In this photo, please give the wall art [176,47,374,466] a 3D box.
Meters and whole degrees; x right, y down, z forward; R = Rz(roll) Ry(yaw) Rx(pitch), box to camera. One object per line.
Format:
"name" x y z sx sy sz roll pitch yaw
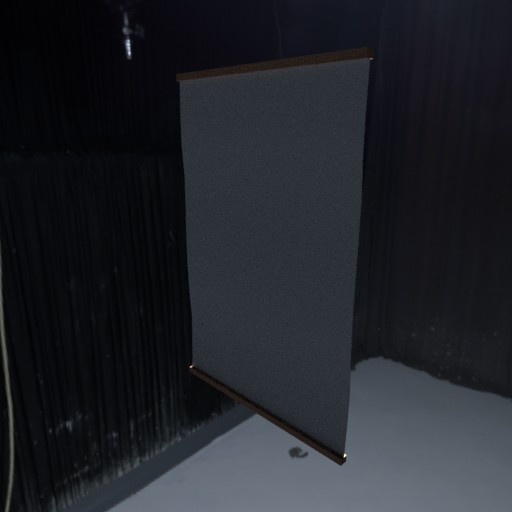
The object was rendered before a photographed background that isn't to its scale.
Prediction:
"wall art" 0.000 0.000 0.634 0.012 0.508 0.332 -15 22 -42
